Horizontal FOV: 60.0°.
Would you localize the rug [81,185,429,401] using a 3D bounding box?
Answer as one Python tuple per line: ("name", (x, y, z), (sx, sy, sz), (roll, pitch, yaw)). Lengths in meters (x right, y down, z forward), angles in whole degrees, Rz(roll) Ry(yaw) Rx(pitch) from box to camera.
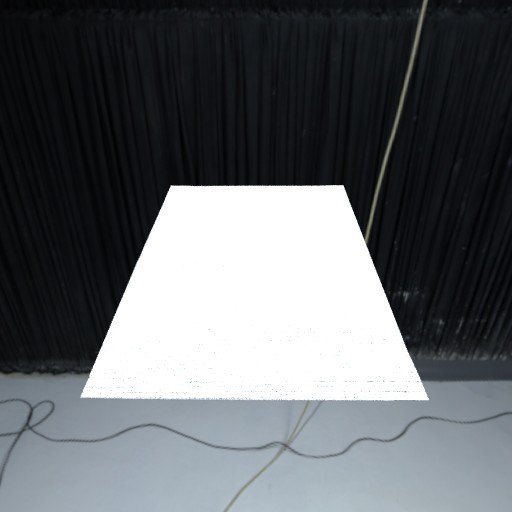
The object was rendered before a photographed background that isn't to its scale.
("rug", (0.000, 0.000, 2.201), (1.149, 0.021, 1.773), (0, 32, 0))
